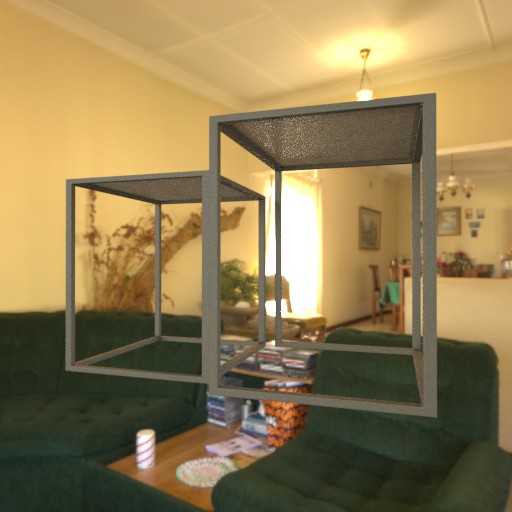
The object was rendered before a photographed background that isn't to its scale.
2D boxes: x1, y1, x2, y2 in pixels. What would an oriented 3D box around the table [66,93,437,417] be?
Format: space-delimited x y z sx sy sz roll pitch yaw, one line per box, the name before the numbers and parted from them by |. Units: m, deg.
table | 0.000 0.000 1.096 0.788 0.540 0.508 0 0 17
